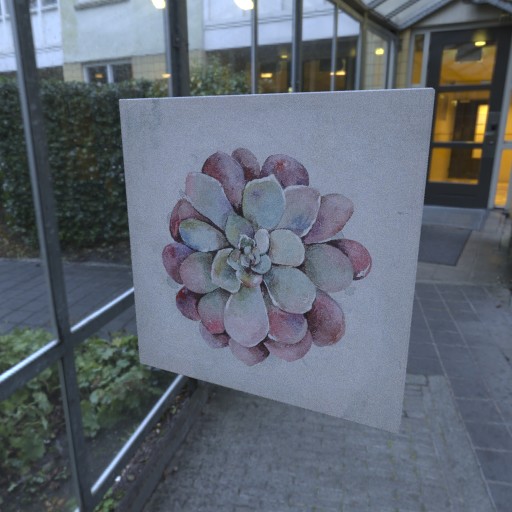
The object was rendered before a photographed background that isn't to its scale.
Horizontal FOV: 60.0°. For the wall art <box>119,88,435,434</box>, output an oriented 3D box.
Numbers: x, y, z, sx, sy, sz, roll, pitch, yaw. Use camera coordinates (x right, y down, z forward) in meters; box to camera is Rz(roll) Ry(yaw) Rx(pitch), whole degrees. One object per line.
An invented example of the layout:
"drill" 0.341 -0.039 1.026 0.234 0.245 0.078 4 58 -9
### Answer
"wall art" 0.000 0.000 0.886 0.605 0.605 0.044 7 17 25
